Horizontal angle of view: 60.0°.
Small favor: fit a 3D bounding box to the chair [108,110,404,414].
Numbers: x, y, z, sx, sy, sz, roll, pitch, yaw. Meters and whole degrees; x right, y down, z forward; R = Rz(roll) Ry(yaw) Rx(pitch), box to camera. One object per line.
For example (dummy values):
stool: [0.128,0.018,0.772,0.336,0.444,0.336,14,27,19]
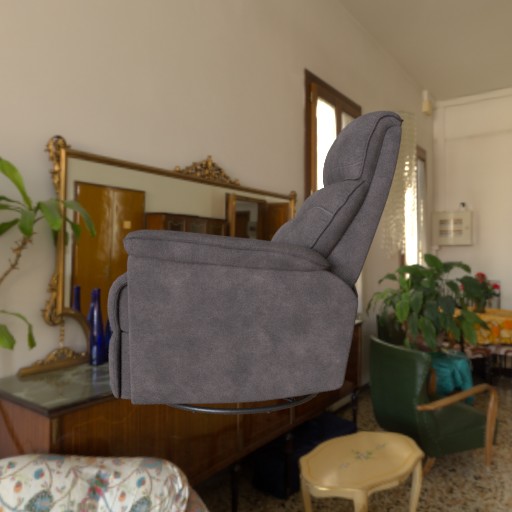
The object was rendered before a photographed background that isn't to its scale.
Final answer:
chair: [0.000,0.000,1.758,1.009,1.035,0.830,0,0,0]
